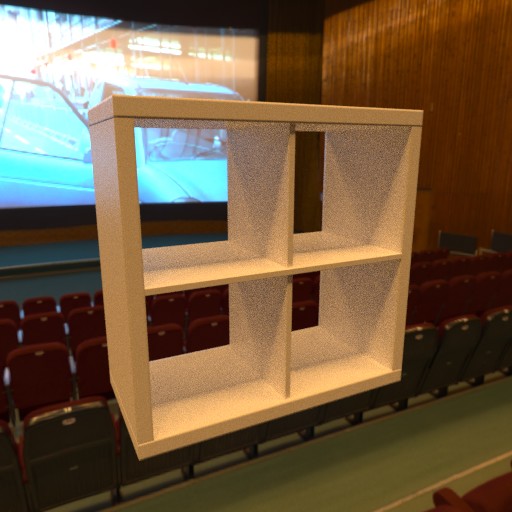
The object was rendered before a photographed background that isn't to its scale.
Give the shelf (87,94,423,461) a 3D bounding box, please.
[{"bbox_3d":[0.000,0.000,1.254,0.790,0.786,0.390,-7,15,-26],"label":"shelf"}]
